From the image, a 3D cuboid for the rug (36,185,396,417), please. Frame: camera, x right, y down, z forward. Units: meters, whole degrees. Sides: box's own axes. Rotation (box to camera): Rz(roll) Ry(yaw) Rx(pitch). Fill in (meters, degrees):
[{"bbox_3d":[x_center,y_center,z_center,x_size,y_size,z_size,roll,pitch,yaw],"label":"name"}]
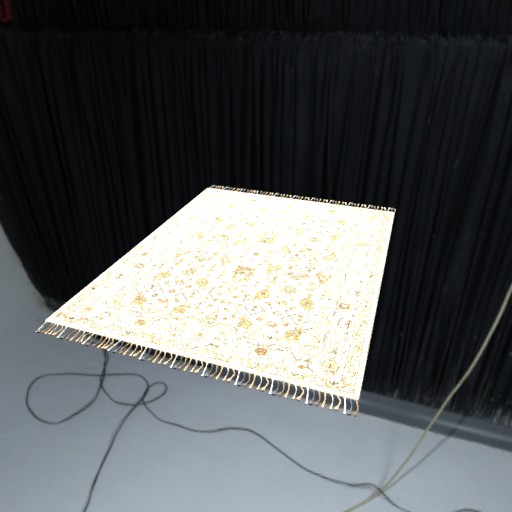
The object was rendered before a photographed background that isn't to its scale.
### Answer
[{"bbox_3d":[0.000,0.000,2.282,1.278,0.009,1.726,10,31,17],"label":"rug"}]
